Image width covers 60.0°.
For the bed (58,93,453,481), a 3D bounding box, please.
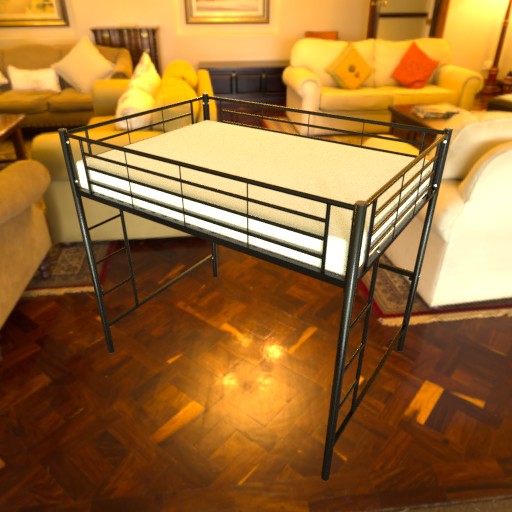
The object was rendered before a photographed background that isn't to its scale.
[{"bbox_3d":[0.000,0.000,3.164,1.994,1.803,1.397,19,36,29],"label":"bed"}]
